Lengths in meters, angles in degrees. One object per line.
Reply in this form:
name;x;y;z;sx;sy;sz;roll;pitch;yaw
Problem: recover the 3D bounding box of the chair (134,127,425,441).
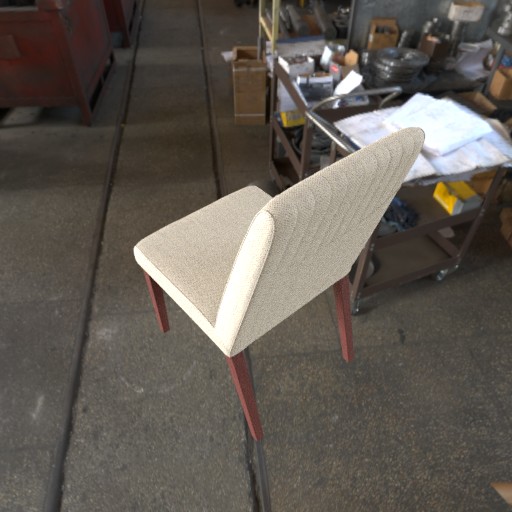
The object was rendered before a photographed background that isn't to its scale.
chair;0.000;0.000;1.254;0.480;0.900;0.594;-31;53;-28
